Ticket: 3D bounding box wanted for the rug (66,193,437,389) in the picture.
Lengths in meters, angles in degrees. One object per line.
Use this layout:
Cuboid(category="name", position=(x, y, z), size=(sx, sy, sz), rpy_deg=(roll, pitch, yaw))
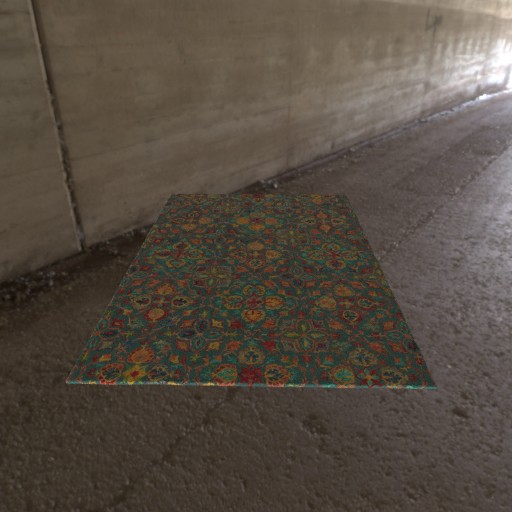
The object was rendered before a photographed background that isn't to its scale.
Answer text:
Cuboid(category="rug", position=(0.000, 0.000, 2.826), size=(1.527, 0.016, 2.290), rpy_deg=(1, 28, 1))
